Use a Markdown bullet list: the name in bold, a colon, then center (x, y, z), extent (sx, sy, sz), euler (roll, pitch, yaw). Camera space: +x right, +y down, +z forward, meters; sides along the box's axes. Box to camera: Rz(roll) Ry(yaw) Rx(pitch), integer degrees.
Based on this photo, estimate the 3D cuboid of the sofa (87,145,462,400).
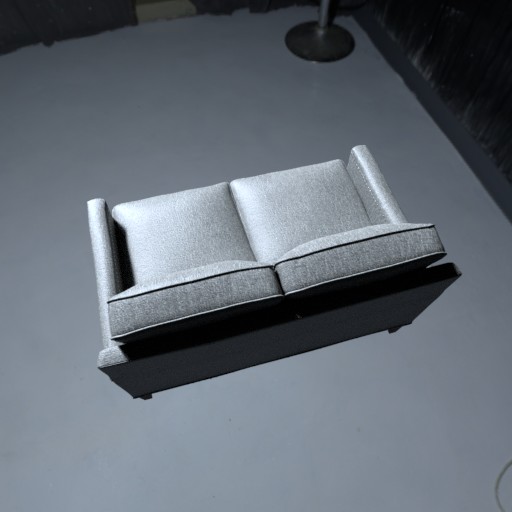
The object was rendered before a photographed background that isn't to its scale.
- **sofa**: center (0.000, 0.000, 2.301), extent (1.597, 1.003, 1.084), euler (-13, 59, -8)
